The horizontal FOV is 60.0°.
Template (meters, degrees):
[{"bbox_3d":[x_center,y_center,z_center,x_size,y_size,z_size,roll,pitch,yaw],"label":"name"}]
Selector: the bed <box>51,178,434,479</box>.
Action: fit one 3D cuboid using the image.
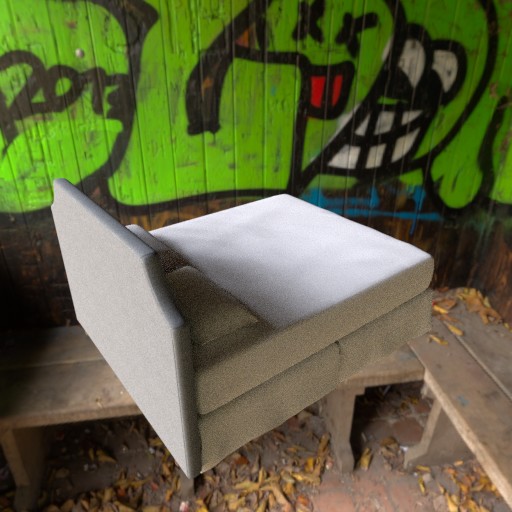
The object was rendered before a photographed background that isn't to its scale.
[{"bbox_3d":[0.000,0.000,3.270,2.259,1.296,1.811,-20,34,-33],"label":"bed"}]
